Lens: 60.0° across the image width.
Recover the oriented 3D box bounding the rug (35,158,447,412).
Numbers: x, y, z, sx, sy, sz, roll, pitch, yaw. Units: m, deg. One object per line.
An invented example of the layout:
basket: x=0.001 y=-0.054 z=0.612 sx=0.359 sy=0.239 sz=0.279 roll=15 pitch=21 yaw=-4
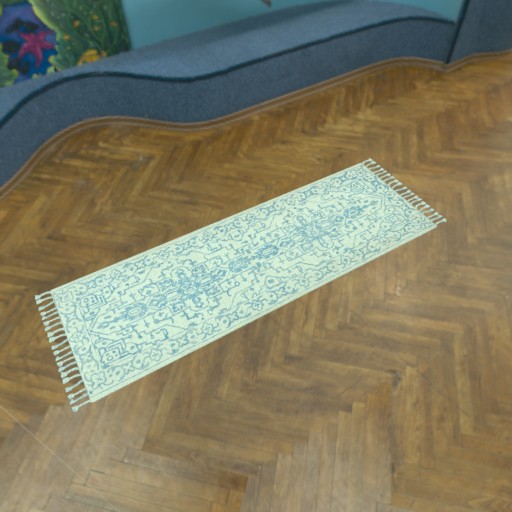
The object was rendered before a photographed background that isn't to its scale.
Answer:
rug: x=0.000 y=0.000 z=2.682 sx=2.449 sy=0.011 sz=0.774 roll=-24 pitch=54 yaw=-19
